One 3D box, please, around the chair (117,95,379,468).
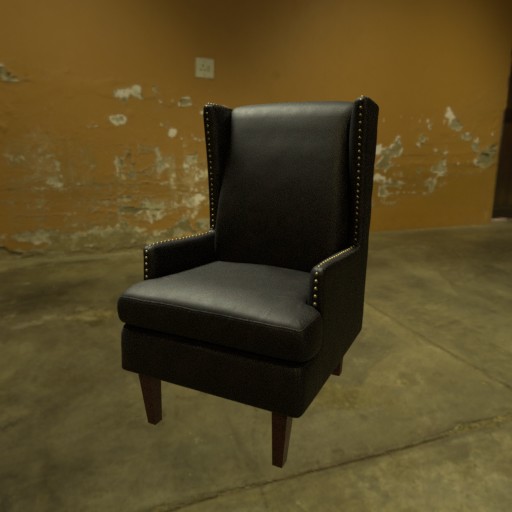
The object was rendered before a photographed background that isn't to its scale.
[{"bbox_3d":[0.000,0.000,1.653,0.703,1.142,0.799,7,16,26],"label":"chair"}]
